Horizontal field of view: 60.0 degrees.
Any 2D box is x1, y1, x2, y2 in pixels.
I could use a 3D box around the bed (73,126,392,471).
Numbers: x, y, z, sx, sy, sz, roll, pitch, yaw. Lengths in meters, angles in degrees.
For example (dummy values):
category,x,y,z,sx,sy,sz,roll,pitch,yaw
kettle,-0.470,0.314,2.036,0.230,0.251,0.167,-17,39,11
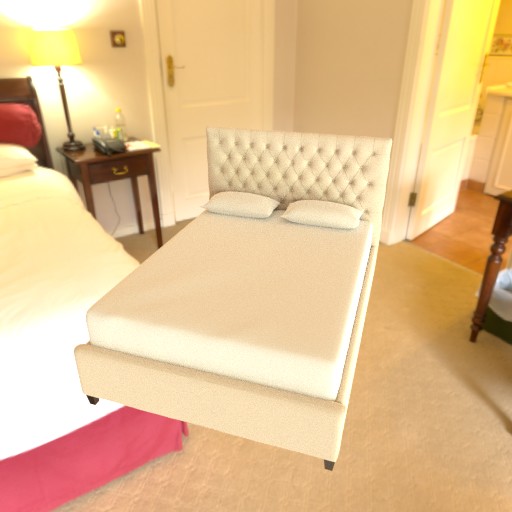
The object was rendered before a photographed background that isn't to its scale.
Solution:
category,x,y,z,sx,sy,sz,roll,pitch,yaw
bed,0.000,0.000,3.329,1.696,1.426,2.233,8,28,16
